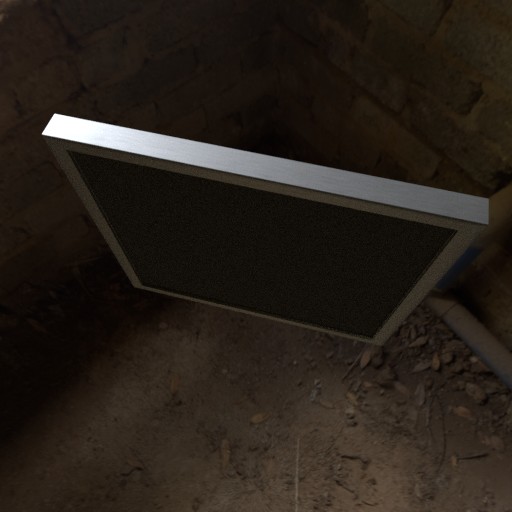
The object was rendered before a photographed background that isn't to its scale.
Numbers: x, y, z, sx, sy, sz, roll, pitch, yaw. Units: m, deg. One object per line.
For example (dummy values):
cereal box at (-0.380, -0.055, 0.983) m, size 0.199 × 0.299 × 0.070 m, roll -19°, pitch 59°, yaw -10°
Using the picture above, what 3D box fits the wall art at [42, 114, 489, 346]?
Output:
wall art at (0.000, 0.000, 0.518) m, size 0.380 × 0.330 × 0.028 m, roll 13°, pitch 63°, yaw 7°
